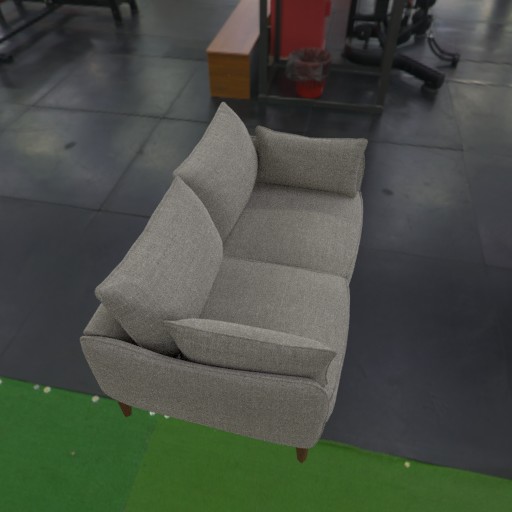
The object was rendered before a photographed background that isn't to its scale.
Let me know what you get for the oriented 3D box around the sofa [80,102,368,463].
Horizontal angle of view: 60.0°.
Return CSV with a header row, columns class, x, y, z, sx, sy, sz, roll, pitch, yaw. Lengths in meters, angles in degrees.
class,x,y,z,sx,sy,sz,roll,pitch,yaw
sofa,0.000,0.000,2.157,0.972,0.851,1.580,10,47,10
